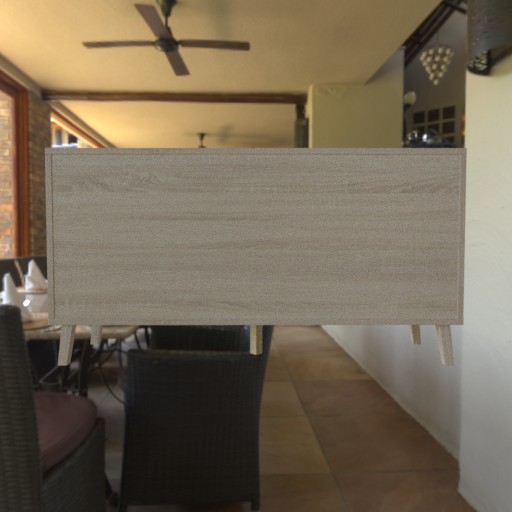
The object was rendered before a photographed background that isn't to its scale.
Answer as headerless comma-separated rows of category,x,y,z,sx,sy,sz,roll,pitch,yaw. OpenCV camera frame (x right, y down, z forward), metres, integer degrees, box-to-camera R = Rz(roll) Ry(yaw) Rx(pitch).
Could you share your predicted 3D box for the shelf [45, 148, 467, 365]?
shelf,0.000,0.000,1.781,1.490,0.780,0.400,0,2,0
